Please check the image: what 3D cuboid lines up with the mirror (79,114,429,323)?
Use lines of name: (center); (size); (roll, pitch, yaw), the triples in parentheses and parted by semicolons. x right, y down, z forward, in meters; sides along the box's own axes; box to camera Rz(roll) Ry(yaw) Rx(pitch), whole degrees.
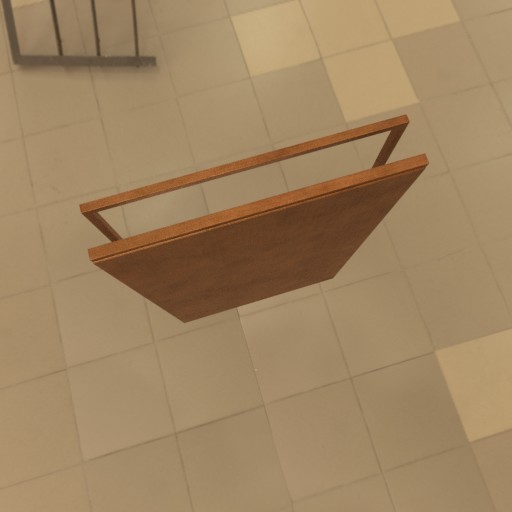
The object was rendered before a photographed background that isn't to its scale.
mirror: (0.000, 0.000, 0.962); (0.468, 0.768, 0.082); (-16, 76, -4)
